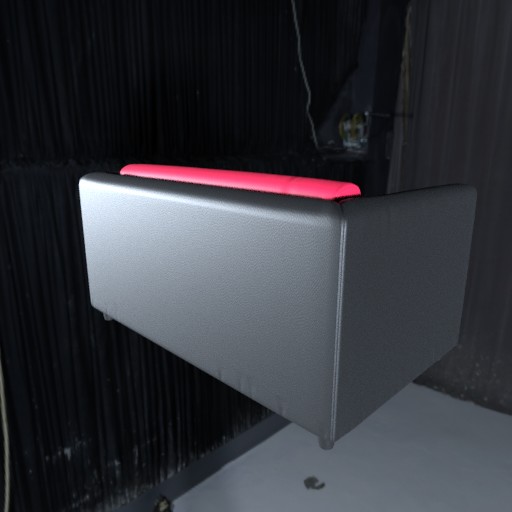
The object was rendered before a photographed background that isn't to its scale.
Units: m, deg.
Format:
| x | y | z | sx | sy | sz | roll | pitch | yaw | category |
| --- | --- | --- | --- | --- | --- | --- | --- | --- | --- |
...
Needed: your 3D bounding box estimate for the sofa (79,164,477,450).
| x | y | z | sx | sy | sz | roll | pitch | yaw | category |
| --- | --- | --- | --- | --- | --- | --- | --- | --- | --- |
| 0.000 | 0.000 | 1.850 | 1.410 | 0.735 | 0.845 | 15 | 21 | 43 | sofa |
